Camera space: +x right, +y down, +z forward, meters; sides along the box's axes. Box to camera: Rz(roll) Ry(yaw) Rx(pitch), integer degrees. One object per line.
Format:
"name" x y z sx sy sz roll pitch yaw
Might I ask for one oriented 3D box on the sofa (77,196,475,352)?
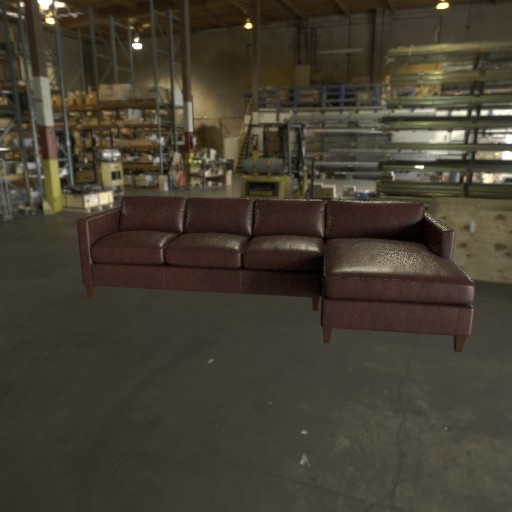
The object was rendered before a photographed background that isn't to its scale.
"sofa" 0.000 0.000 3.897 3.203 0.883 1.581 2 15 9
